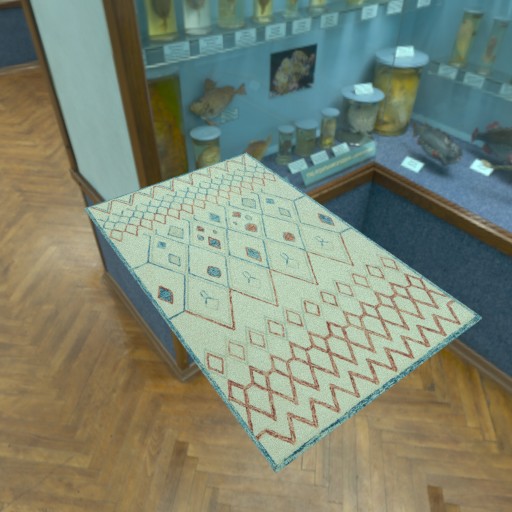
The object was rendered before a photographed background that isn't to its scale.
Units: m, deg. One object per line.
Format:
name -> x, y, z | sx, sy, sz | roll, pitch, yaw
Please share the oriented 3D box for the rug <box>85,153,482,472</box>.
rug -> 0.000, 0.000, 3.012 | 1.524, 0.015, 2.438 | -25, 47, -26
